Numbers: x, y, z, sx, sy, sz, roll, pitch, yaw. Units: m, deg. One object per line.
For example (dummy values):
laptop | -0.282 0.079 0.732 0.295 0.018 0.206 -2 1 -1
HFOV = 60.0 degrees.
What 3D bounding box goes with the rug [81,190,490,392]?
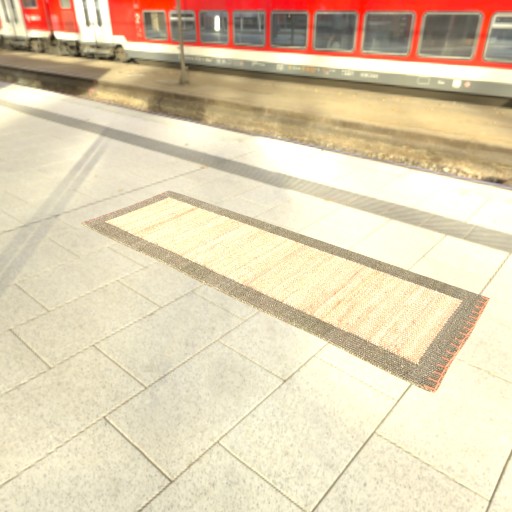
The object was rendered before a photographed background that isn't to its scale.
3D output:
rug | 0.000 0.000 2.628 2.413 0.016 0.810 22 36 33
